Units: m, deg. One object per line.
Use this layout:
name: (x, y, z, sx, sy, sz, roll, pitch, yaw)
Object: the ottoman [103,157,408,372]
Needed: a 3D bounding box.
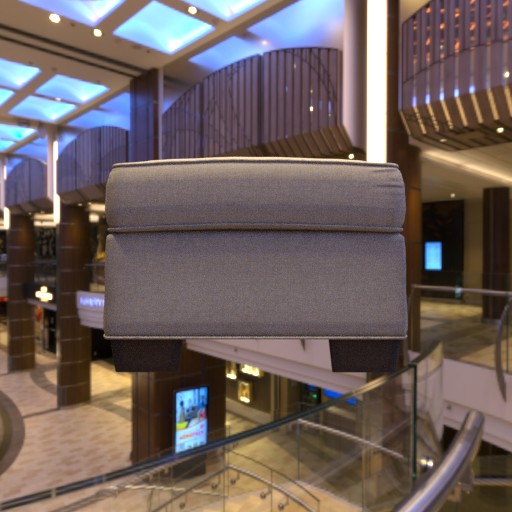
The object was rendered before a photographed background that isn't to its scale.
ottoman: (0.000, 0.000, 1.422, 0.617, 0.461, 1.097, 0, 1, 0)
